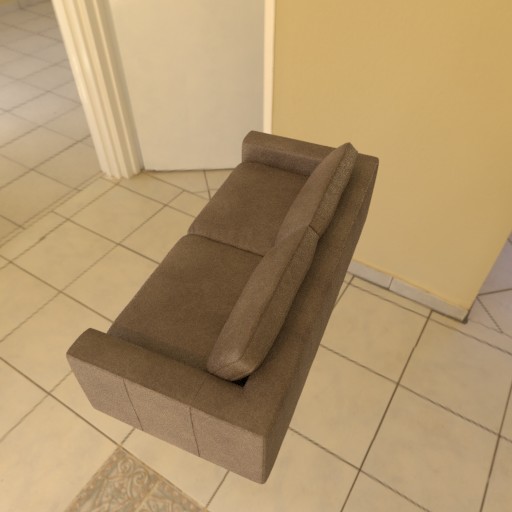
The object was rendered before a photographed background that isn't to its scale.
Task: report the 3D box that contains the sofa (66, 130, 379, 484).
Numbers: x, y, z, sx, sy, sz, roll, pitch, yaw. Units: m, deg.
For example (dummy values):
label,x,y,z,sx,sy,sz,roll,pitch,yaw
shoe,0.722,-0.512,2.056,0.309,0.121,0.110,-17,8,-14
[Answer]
label,x,y,z,sx,sy,sz,roll,pitch,yaw
sofa,0.000,0.000,2.795,1.070,0.801,2.262,17,48,16
